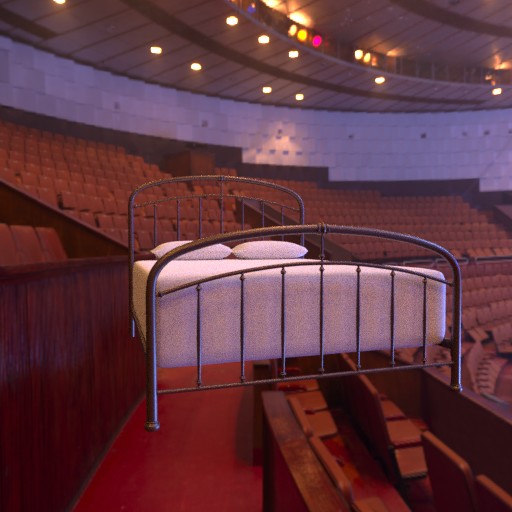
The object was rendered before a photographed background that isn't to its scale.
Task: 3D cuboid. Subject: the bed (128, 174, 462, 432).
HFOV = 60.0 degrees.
[{"bbox_3d":[0.000,0.000,3.184,1.711,1.475,2.168,0,2,-18],"label":"bed"}]
